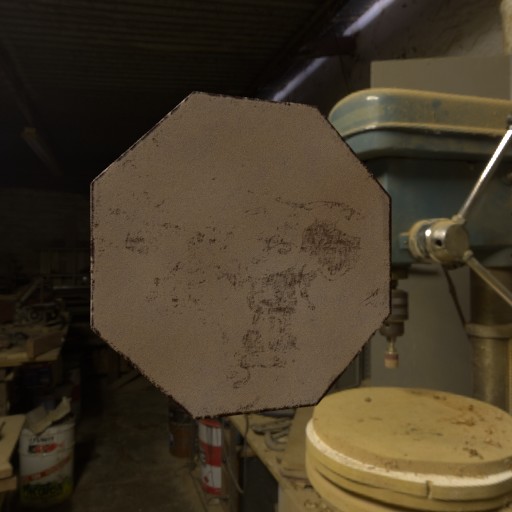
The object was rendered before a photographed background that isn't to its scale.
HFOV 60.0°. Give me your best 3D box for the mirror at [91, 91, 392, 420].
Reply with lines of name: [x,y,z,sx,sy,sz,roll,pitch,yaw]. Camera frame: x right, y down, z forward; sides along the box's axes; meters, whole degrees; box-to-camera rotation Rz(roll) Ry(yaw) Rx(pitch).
mirror: [0.000,0.000,0.928,0.648,0.648,0.031,0,0,-19]
